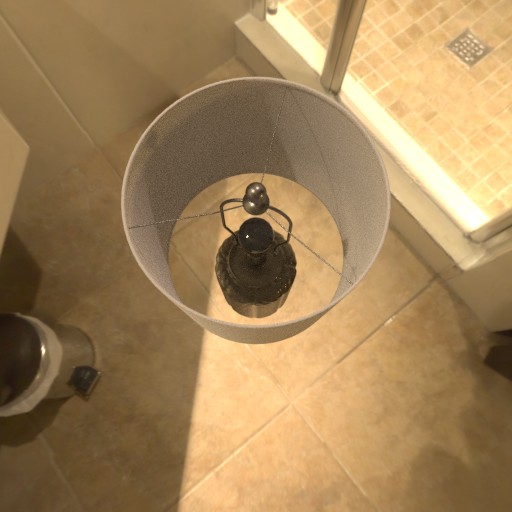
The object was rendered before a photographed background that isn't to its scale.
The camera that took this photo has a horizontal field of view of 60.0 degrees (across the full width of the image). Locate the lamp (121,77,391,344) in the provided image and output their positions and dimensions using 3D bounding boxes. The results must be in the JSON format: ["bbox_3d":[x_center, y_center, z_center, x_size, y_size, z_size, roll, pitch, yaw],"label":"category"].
[{"bbox_3d":[0.000,0.000,0.515,0.203,0.389,0.203,14,76,4],"label":"lamp"}]
